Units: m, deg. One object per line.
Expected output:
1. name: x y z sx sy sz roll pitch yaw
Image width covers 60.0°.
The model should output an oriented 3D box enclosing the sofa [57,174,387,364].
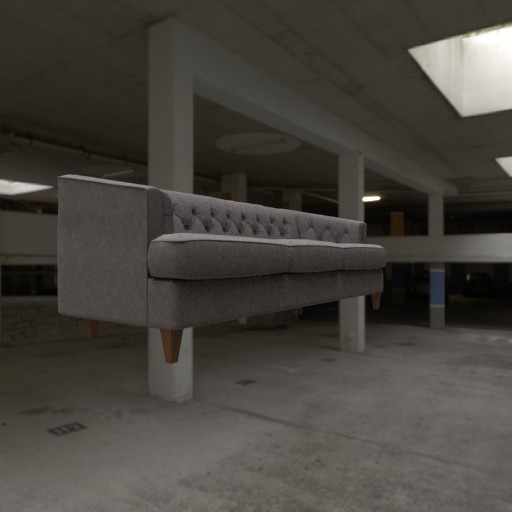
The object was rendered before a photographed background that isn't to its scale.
1. sofa: 0.000 0.000 2.751 0.917 0.806 2.247 0 0 35
